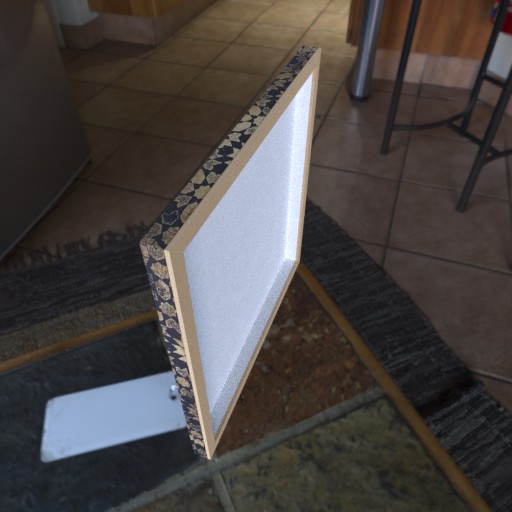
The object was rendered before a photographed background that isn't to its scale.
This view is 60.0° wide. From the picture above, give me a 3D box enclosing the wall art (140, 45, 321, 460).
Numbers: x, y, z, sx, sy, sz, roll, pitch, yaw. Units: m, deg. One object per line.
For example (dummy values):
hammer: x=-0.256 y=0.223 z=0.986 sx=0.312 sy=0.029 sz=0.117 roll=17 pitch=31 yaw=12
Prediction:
wall art: x=0.000 y=0.000 z=0.901 sx=0.038 sy=0.612 sz=0.612 roll=16 pitch=48 yaw=15
